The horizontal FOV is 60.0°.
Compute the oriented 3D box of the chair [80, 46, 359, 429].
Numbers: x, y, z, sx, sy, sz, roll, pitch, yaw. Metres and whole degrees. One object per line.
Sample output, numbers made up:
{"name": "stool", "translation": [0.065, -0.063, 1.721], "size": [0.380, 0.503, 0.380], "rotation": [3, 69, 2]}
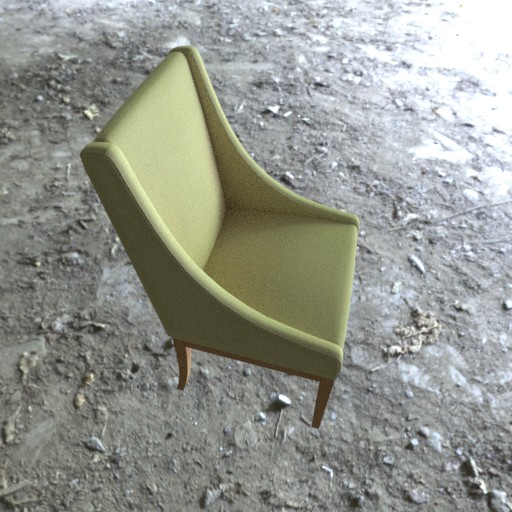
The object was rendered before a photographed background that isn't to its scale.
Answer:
{"name": "chair", "translation": [0.000, 0.000, 1.368], "size": [0.611, 1.021, 0.575], "rotation": [10, 48, 9]}
